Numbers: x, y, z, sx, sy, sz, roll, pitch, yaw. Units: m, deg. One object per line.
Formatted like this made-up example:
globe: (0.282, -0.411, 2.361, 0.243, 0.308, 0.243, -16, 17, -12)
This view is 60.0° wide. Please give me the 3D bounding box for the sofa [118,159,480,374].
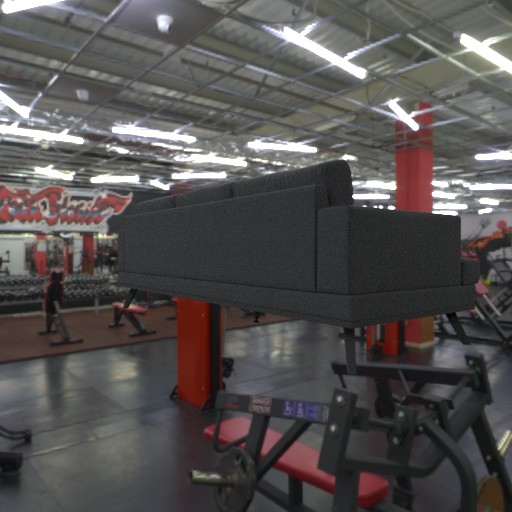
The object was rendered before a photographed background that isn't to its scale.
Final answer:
sofa: (0.000, 0.000, 2.718, 0.920, 0.810, 2.310, -1, 1, -37)
